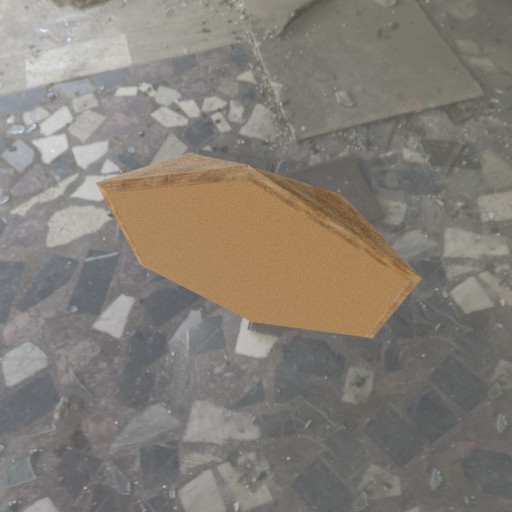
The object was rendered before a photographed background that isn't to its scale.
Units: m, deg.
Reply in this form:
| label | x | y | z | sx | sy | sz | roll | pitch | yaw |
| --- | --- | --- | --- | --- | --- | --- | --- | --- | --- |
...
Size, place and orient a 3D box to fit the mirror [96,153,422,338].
| label | x | y | z | sx | sy | sz | roll | pitch | yaw |
| --- | --- | --- | --- | --- | --- | --- | --- | --- | --- |
| mirror | 0.000 | 0.000 | 1.059 | 0.675 | 0.779 | 0.091 | 17 | 65 | 8 |
